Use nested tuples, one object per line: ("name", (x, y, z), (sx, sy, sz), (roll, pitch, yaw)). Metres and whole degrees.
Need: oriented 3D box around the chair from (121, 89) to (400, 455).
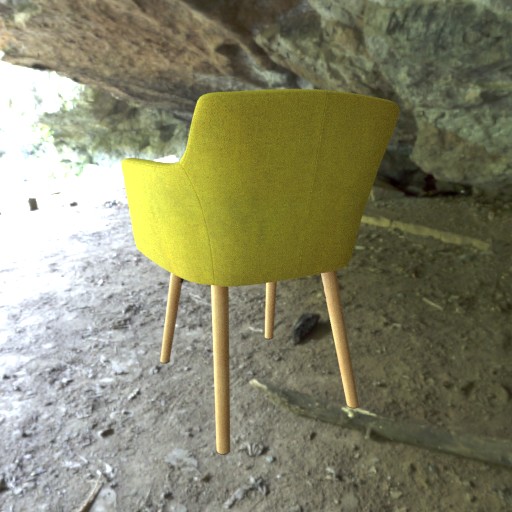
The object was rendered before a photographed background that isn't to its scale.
("chair", (0.000, 0.000, 1.162), (0.570, 0.780, 0.570), (-8, 17, -26))
